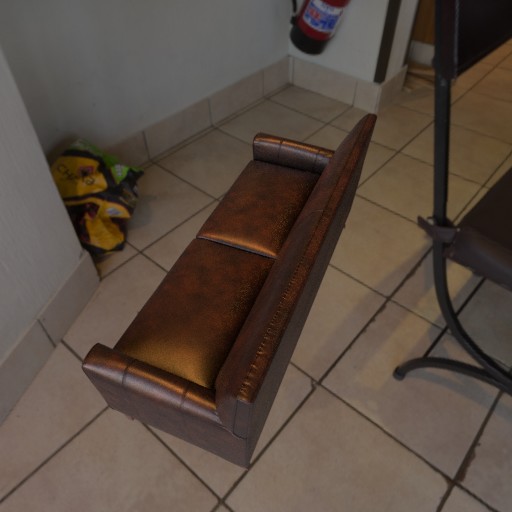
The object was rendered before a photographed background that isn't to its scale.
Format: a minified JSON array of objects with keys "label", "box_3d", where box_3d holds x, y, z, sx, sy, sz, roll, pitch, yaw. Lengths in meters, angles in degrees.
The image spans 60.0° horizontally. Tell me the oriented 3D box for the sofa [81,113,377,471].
[{"label":"sofa","box_3d":[0.000,0.000,2.448,0.786,0.871,1.995,16,48,15]}]
